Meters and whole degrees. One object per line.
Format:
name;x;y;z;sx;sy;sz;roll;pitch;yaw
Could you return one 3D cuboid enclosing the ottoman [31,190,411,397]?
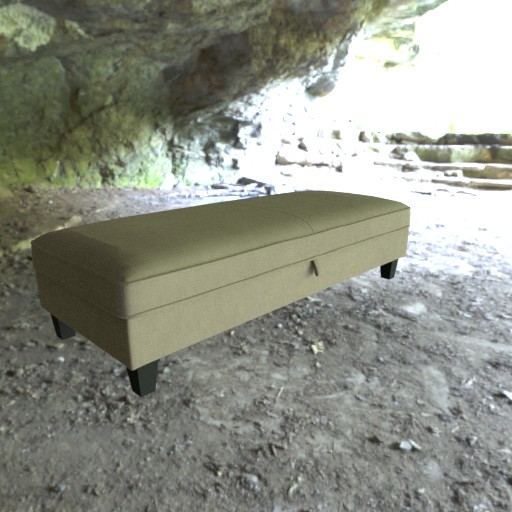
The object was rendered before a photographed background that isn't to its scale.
ottoman;0.000;0.000;2.041;0.735;0.460;1.726;15;22;42
